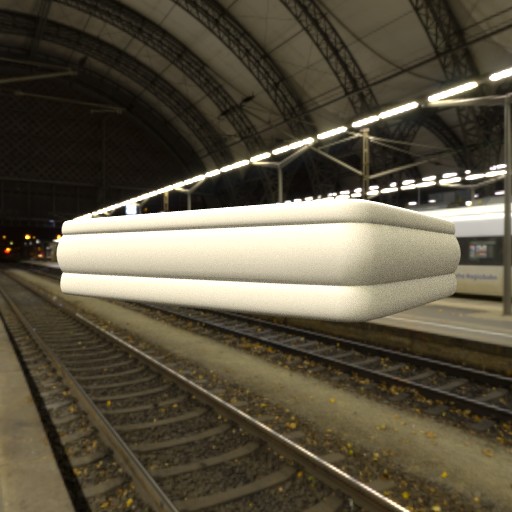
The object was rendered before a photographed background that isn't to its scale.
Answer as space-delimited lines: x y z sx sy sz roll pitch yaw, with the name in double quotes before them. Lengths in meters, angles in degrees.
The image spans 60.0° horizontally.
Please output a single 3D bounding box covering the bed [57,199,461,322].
"bed" 0.000 0.000 2.652 2.036 0.460 1.520 0 0 36
